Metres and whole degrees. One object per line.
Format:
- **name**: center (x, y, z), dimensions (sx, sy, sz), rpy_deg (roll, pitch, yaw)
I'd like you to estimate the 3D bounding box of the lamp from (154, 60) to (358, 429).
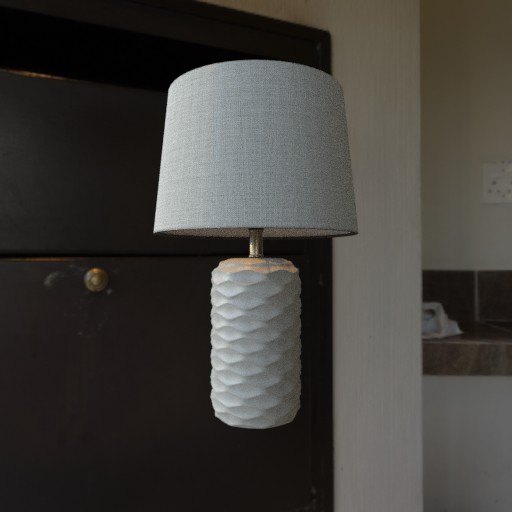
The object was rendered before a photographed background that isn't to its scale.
- **lamp**: center (0.000, 0.000, 0.833), dimensions (0.376, 0.594, 0.376), rpy_deg (0, -1, 0)
